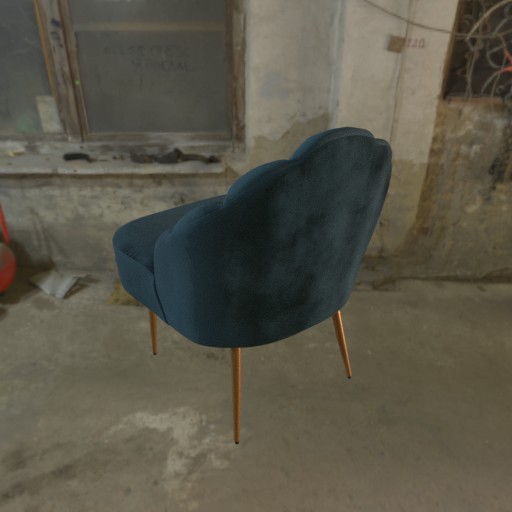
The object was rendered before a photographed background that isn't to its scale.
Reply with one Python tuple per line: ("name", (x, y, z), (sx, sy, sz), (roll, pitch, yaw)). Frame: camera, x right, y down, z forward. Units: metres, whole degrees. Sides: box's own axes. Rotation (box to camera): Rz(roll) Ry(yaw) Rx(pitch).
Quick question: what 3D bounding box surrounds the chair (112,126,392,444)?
("chair", (0.000, 0.000, 1.240), (0.657, 0.819, 0.599), (-19, 35, -30))
